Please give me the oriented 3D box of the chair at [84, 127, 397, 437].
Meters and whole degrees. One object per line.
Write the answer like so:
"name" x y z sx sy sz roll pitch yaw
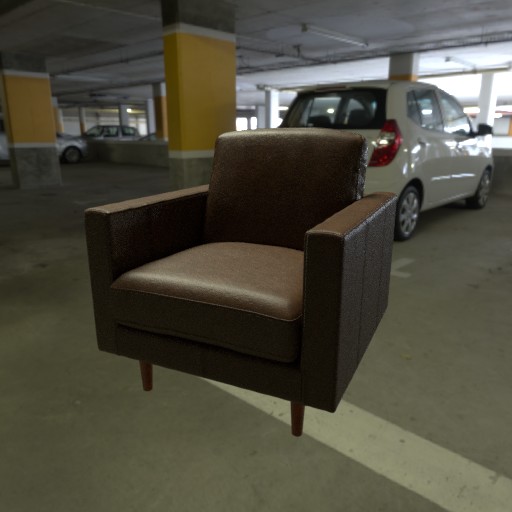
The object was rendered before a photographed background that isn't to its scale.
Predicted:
"chair" 0.000 0.000 1.709 0.890 0.956 0.909 7 17 24
